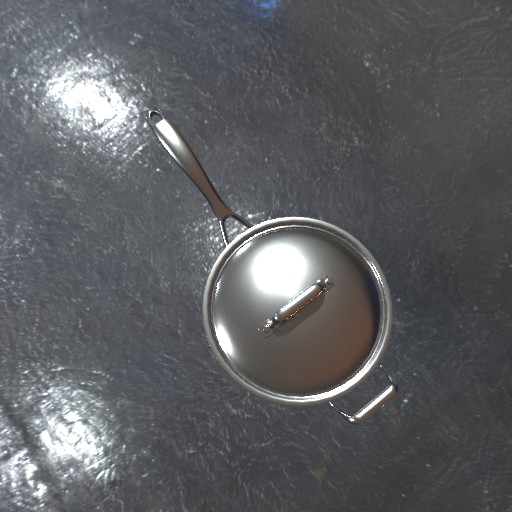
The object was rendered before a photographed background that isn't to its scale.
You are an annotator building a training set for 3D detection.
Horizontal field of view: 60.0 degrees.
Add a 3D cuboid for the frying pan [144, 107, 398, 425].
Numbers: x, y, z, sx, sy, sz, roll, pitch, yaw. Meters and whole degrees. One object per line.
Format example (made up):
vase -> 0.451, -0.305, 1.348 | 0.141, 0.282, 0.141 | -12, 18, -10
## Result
frying pan -> 0.000, 0.000, 0.602 | 0.245, 0.111, 0.492 | -36, 77, -9
